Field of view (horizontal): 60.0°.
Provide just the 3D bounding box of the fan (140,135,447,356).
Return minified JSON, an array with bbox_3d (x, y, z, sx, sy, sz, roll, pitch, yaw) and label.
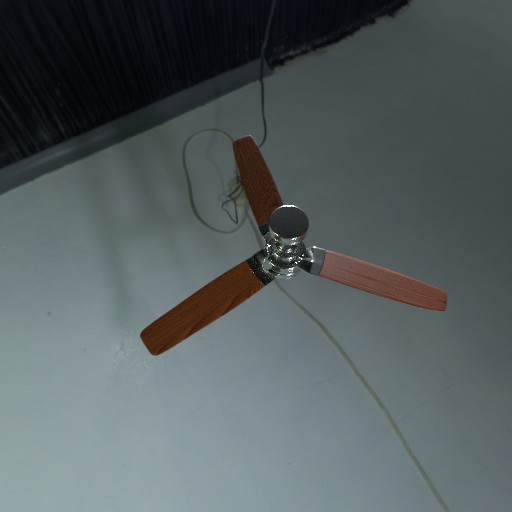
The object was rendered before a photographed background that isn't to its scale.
[{"bbox_3d":[0.000,0.000,2.077,1.271,0.410,1.416,-33,67,-16],"label":"fan"}]
